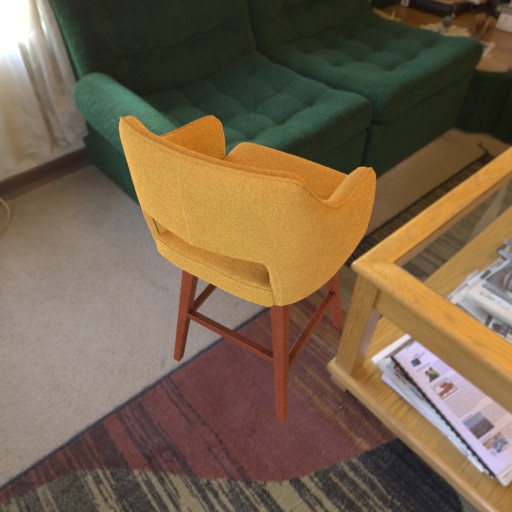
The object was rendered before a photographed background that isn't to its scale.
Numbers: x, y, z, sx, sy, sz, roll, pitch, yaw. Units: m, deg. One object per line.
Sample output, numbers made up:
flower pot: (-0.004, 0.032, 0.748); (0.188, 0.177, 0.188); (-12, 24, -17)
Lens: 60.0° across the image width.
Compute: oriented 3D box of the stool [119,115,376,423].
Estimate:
stool: (0.000, 0.000, 1.329); (0.548, 1.012, 0.558); (24, 51, 21)
